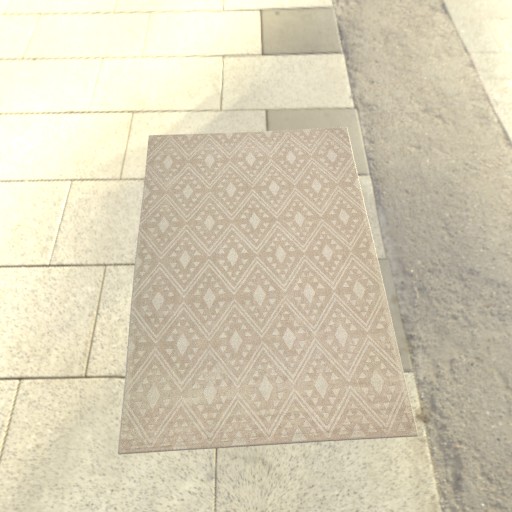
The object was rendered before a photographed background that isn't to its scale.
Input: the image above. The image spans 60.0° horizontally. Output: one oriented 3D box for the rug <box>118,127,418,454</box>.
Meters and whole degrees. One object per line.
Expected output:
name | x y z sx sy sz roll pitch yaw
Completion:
rug | 0.000 0.000 2.300 1.252 0.034 1.829 -3 58 -2
